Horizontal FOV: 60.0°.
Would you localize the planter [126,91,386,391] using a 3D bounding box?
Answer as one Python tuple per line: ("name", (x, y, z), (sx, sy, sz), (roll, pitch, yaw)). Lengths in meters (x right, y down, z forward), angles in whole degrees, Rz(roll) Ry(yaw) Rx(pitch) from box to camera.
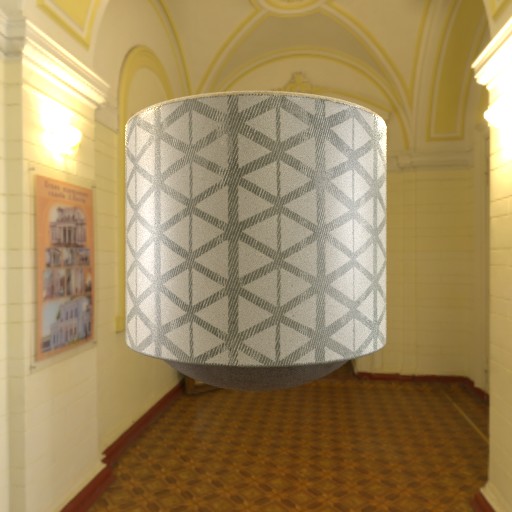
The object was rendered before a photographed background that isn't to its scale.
("planter", (0.000, 0.000, 0.443), (0.250, 0.239, 0.250), (0, 0, 0))
